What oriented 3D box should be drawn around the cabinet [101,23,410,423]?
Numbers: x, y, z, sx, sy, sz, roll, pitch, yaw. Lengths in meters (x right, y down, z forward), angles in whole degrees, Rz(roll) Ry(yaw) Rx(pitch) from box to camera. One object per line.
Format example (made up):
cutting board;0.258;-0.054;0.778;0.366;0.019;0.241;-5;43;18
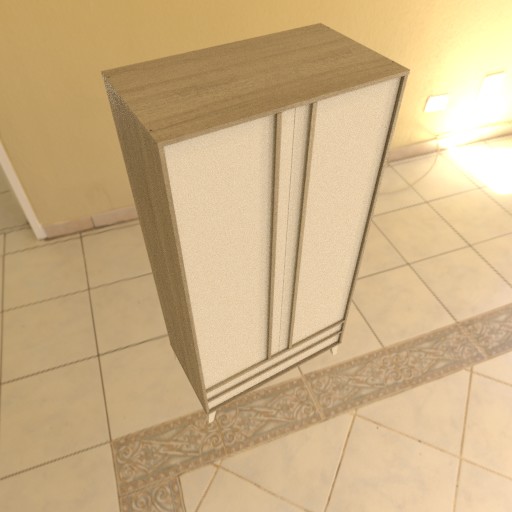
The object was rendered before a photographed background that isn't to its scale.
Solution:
cabinet;0.000;0.000;2.376;1.006;1.999;0.571;-23;50;-20
